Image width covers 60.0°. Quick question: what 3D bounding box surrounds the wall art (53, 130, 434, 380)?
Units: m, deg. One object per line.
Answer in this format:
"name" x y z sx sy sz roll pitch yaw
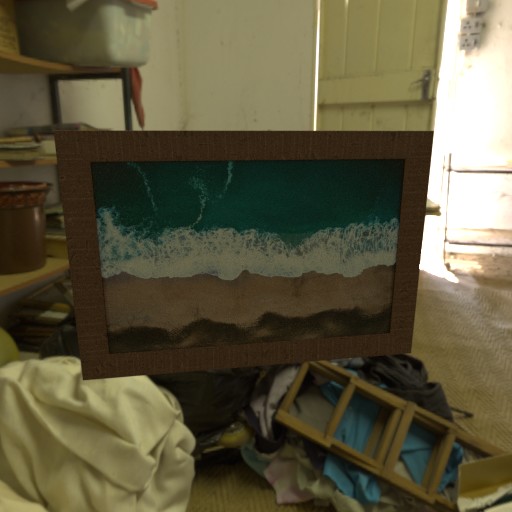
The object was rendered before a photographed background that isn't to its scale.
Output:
"wall art" 0.000 0.000 1.151 0.917 0.626 0.019 -3 16 -9
